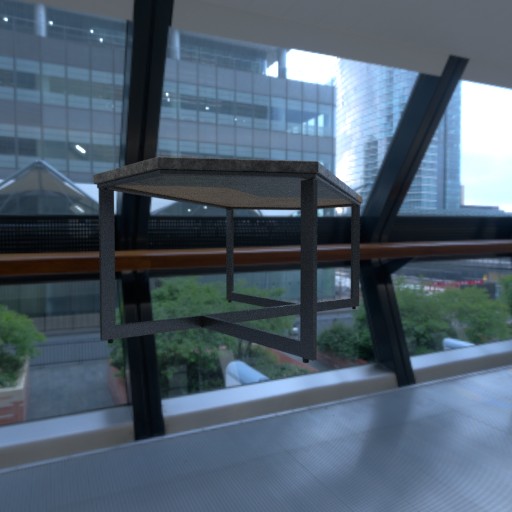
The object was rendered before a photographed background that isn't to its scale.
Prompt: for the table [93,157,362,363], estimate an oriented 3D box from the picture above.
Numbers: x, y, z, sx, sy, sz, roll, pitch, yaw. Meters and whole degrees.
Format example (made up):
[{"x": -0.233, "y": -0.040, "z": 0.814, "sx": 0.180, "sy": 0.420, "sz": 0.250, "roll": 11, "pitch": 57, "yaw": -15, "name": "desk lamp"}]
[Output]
[{"x": 0.000, "y": 0.000, "z": 1.508, "sx": 0.609, "sy": 0.457, "sz": 1.219, "roll": 1, "pitch": 2, "yaw": 20, "name": "table"}]
